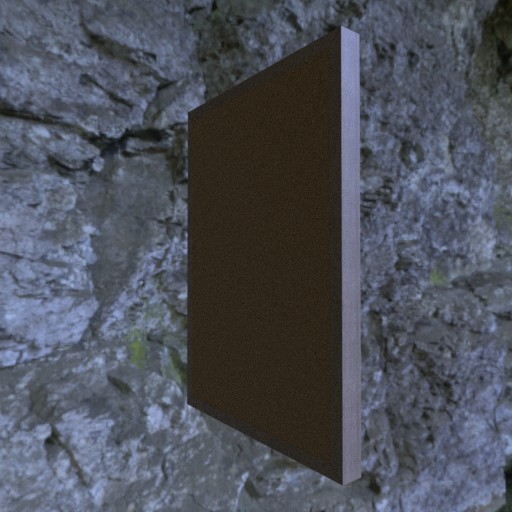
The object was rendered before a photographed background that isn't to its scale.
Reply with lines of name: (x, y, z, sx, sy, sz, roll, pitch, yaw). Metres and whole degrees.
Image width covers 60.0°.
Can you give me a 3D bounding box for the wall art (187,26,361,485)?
wall art: (0.000, 0.000, 0.640, 0.031, 0.509, 0.356, 1, -1, -37)
